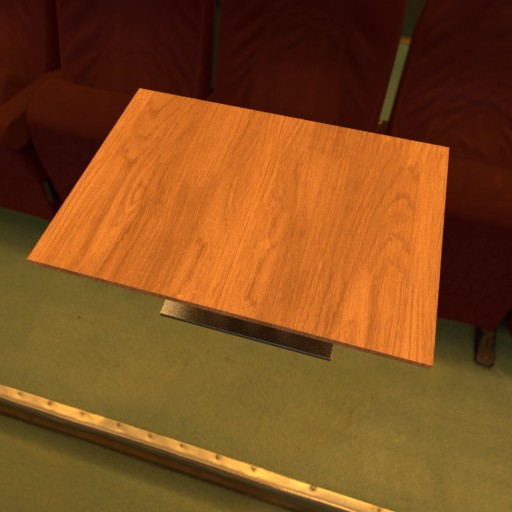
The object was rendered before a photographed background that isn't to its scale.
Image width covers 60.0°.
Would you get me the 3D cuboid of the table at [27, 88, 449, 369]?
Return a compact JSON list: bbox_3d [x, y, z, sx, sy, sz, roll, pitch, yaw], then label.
[{"bbox_3d":[0.000,0.000,1.907,1.300,0.770,0.900,14,59,8],"label":"table"}]
